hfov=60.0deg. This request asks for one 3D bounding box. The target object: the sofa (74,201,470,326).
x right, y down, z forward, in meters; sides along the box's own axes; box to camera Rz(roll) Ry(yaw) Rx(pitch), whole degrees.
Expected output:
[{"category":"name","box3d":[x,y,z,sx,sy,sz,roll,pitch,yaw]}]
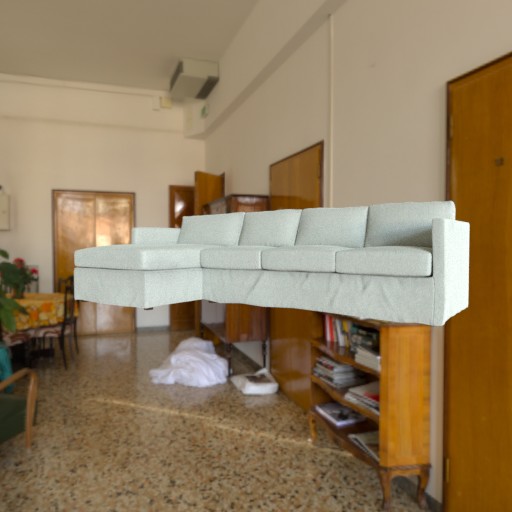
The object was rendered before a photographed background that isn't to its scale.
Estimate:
[{"category":"sofa","box3d":[0.000,0.000,3.930,3.205,0.922,1.650,1,2,35]}]
